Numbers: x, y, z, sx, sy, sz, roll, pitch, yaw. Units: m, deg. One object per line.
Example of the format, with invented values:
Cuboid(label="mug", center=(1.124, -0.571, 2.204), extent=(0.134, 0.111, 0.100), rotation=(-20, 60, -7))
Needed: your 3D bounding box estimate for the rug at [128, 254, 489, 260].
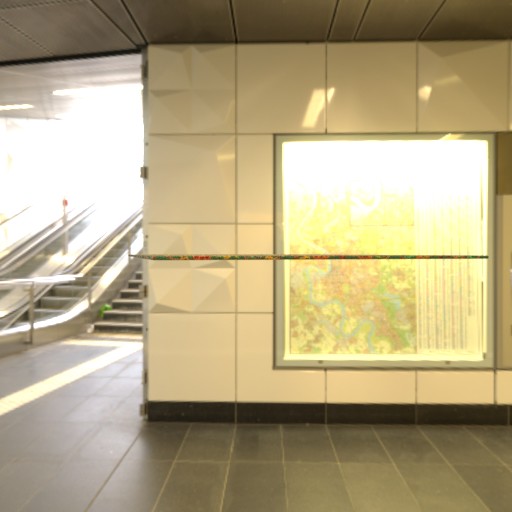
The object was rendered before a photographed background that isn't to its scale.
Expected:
Cuboid(label="rug", center=(0.000, 0.000, 2.901), extent=(1.527, 0.016, 2.290), rotation=(0, 0, -18))
